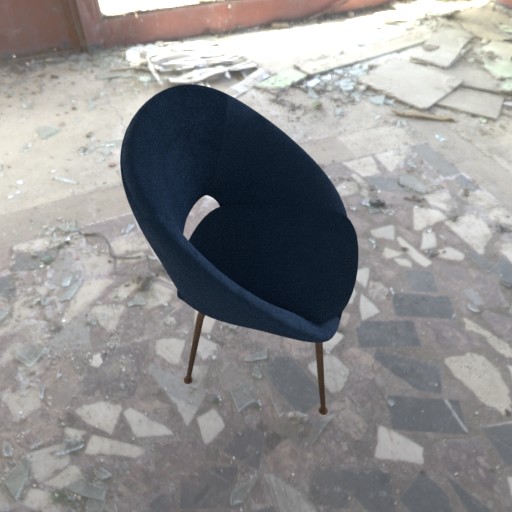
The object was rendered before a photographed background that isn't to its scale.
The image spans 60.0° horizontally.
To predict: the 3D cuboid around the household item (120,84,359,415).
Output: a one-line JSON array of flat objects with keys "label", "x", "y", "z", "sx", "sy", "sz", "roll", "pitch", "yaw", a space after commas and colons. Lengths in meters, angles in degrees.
[{"label": "household item", "x": 0.000, "y": 0.000, "z": 1.272, "sx": 0.573, "sy": 0.852, "sz": 0.623, "roll": 10, "pitch": 48, "yaw": 9}]
